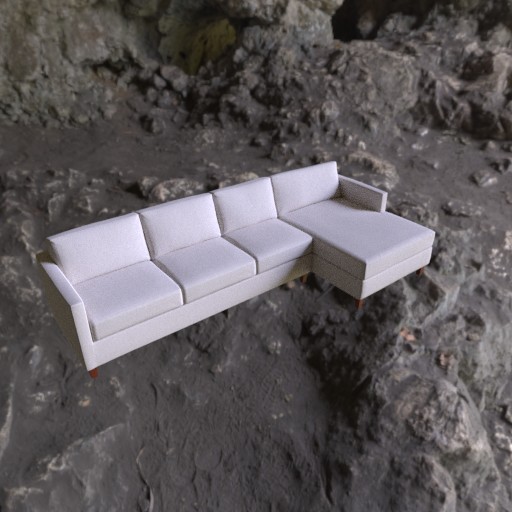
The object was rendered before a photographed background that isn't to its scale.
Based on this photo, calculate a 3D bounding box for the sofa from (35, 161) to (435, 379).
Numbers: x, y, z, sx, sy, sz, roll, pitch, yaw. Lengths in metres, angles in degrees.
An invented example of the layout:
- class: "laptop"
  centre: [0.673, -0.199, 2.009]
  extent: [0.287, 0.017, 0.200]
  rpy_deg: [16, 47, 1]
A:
- class: "sofa"
  centre: [0.000, 0.000, 4.187]
  extent: [3.471, 0.954, 1.599]
  rpy_deg: [-21, 36, -32]
